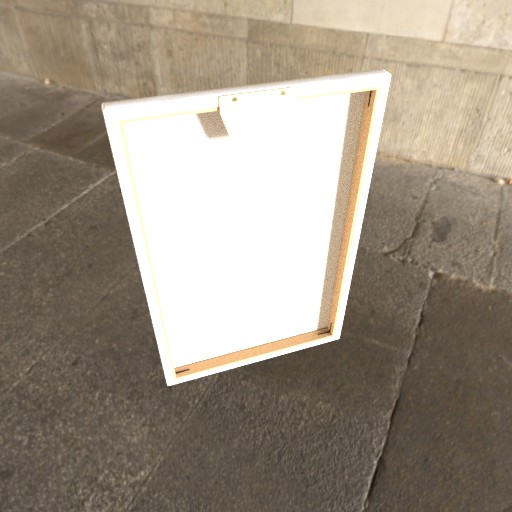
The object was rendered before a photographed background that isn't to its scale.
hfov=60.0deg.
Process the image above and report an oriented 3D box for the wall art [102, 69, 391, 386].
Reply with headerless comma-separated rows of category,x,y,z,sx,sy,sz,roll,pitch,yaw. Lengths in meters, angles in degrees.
wall art,0.000,0.000,1.189,0.602,0.902,0.048,-12,43,-14
